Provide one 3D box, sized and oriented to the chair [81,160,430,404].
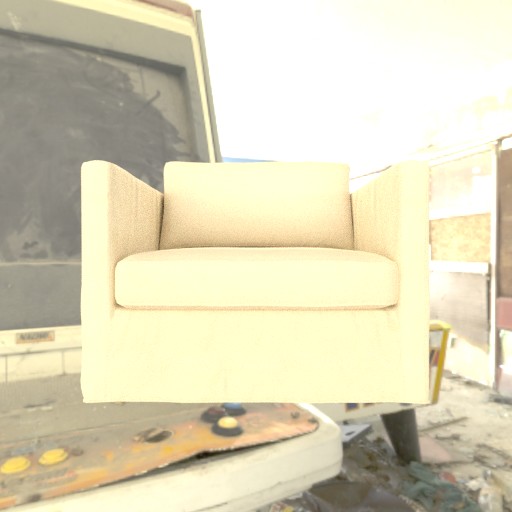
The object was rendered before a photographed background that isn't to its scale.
[{"bbox_3d":[0.000,0.000,1.743,1.057,0.851,0.947,0,1,0],"label":"chair"}]
